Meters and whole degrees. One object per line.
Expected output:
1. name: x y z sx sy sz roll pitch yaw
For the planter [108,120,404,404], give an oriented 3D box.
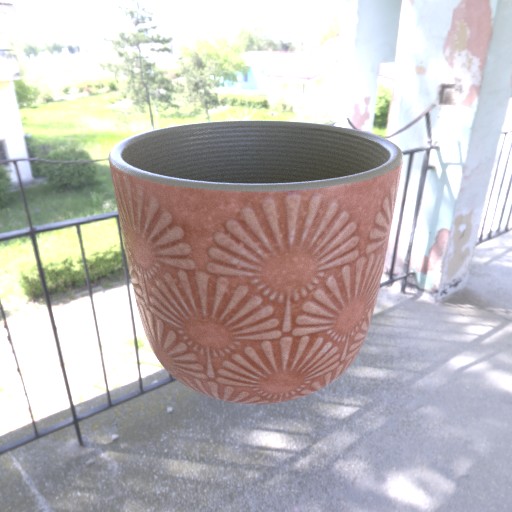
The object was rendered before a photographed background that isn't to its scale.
1. planter: 0.000 0.000 0.217 0.124 0.109 0.124 0 26 0
